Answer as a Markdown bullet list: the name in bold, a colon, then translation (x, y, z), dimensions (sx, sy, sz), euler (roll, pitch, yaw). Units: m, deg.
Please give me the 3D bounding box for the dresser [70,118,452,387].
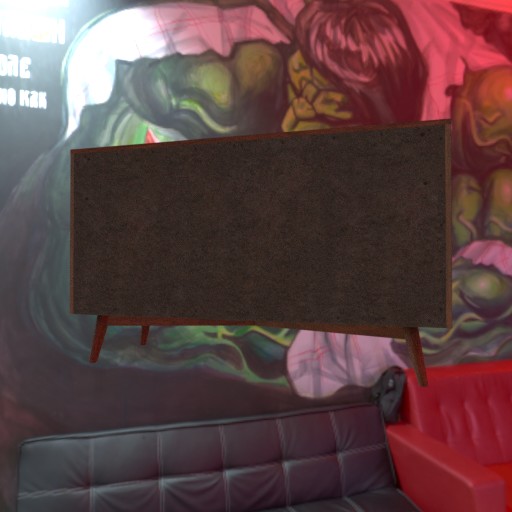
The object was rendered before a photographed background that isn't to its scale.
- **dresser**: translation (0.000, 0.000, 1.886), dimensions (1.472, 0.889, 0.500), euler (0, -1, 16)
